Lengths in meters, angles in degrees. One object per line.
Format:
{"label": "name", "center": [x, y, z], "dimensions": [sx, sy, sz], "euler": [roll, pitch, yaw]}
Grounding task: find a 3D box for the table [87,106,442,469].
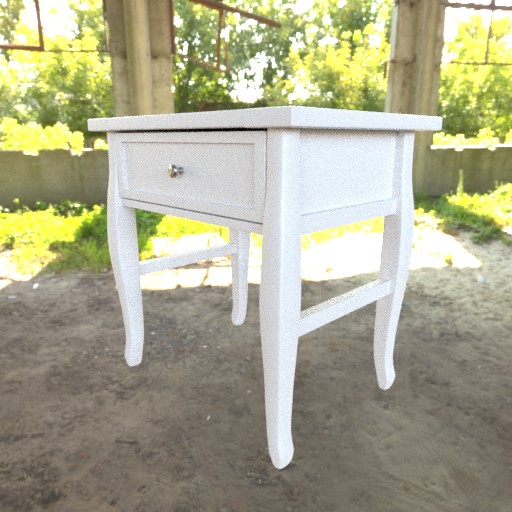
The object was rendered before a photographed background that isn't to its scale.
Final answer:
{"label": "table", "center": [0.000, 0.000, 1.012], "dimensions": [0.463, 0.605, 0.599], "euler": [-14, 21, -43]}
